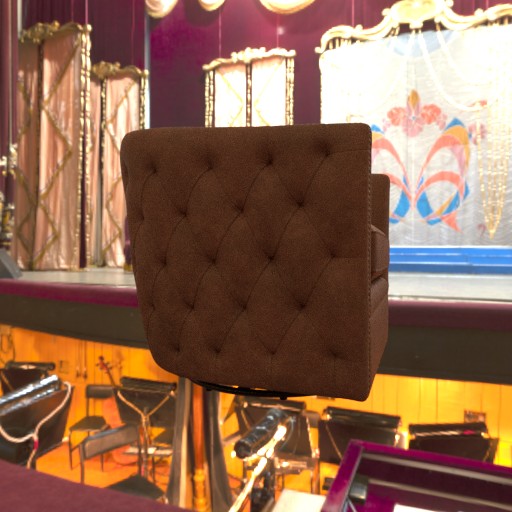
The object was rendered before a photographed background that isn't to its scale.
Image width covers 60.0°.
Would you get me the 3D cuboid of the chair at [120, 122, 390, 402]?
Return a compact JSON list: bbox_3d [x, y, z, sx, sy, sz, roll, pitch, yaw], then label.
[{"bbox_3d":[0.000,0.000,1.554,0.870,0.790,0.850,0,1,20],"label":"chair"}]
